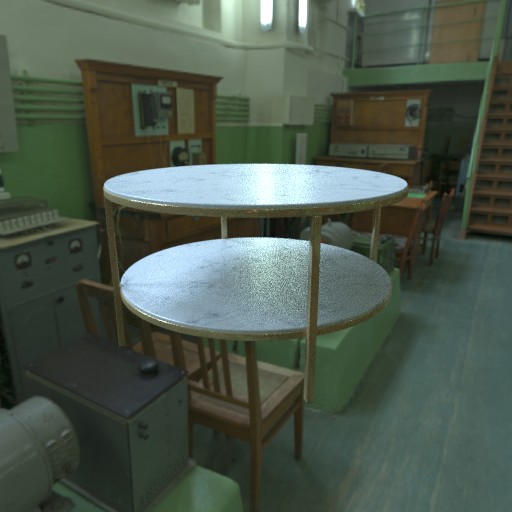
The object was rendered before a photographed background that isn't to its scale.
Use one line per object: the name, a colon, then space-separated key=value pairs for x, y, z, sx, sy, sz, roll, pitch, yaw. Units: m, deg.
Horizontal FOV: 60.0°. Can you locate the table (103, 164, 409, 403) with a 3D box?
table: x=0.000 y=0.000 z=1.286 sx=0.800 sy=0.450 sz=0.800 roll=0 pitch=17 yaw=0
